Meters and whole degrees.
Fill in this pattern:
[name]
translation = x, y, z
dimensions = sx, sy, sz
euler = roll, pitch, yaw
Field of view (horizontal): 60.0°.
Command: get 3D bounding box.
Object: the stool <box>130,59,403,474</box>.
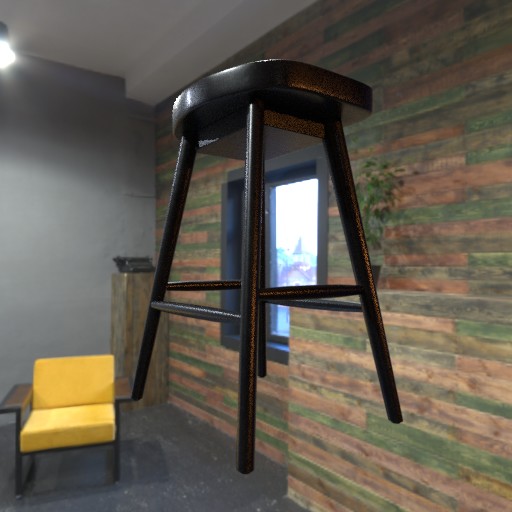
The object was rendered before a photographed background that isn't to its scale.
[stool]
translation = 0.000, 0.000, 0.891
dimensions = 0.361, 0.615, 0.440
euler = 1, -2, -36
